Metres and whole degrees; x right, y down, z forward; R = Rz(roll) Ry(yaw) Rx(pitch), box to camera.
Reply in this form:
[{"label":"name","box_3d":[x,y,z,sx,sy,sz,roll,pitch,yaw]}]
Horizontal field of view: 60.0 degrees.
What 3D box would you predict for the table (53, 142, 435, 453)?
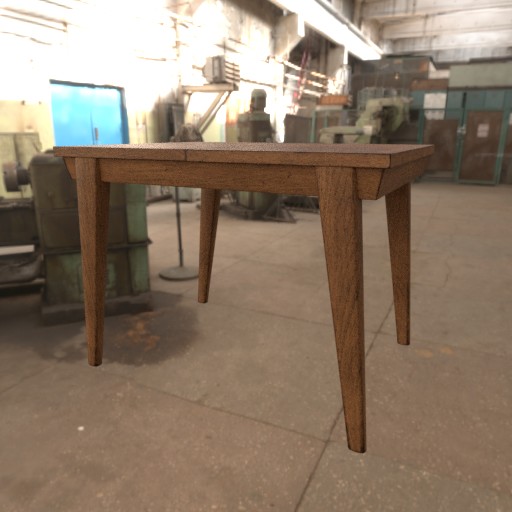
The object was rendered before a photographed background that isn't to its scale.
[{"label":"table","box_3d":[0.000,0.000,1.571,1.027,0.760,0.757,8,17,27]}]
